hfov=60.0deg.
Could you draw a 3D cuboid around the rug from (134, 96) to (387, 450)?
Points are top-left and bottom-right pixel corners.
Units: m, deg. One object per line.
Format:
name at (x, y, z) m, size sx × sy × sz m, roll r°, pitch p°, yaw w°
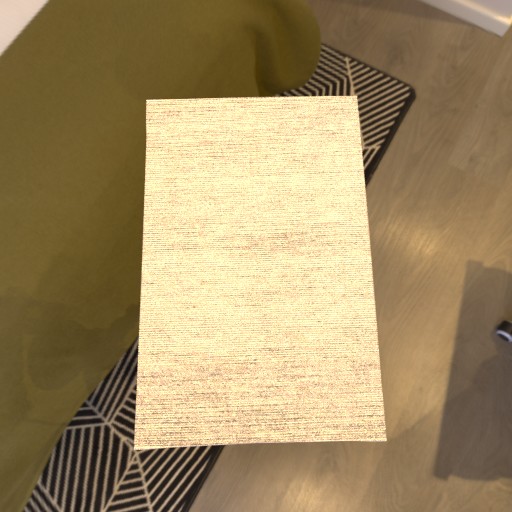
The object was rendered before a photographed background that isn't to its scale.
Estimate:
rug at (0.000, 0.000, 2.206) m, size 1.149 × 0.021 × 1.773 m, roll -1°, pitch 77°, yaw 0°
